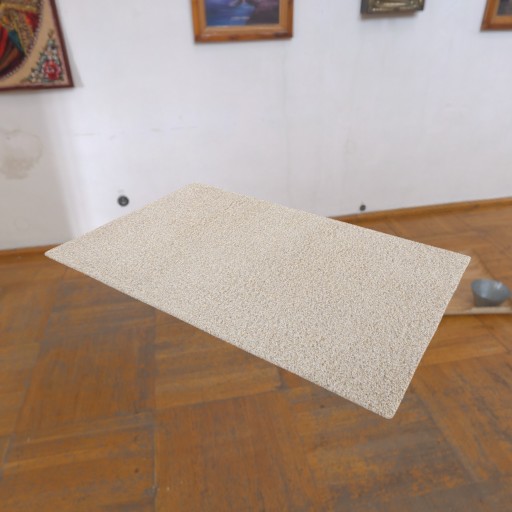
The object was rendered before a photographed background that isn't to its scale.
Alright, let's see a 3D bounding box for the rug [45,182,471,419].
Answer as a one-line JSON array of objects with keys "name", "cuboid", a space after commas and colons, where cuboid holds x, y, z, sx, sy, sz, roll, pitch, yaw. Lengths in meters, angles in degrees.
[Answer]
[{"name": "rug", "cuboid": [0.000, 0.000, 3.383, 2.743, 0.030, 1.778, 19, 36, 29]}]
